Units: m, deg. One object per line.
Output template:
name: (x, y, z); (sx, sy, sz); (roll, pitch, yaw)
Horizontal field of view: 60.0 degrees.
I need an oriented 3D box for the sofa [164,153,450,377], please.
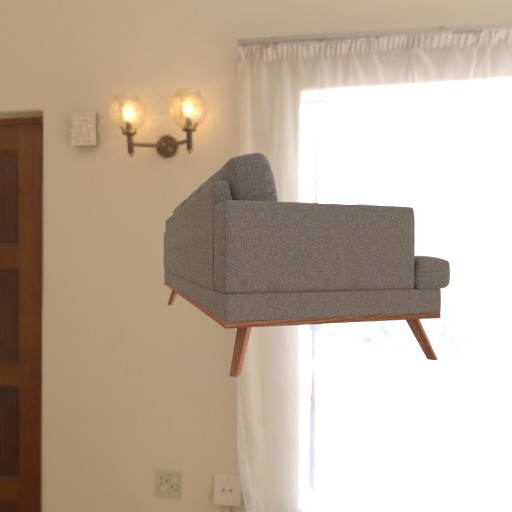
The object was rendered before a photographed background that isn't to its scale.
sofa: (0.000, 0.000, 2.701); (0.920, 0.810, 2.310); (0, 0, -17)
